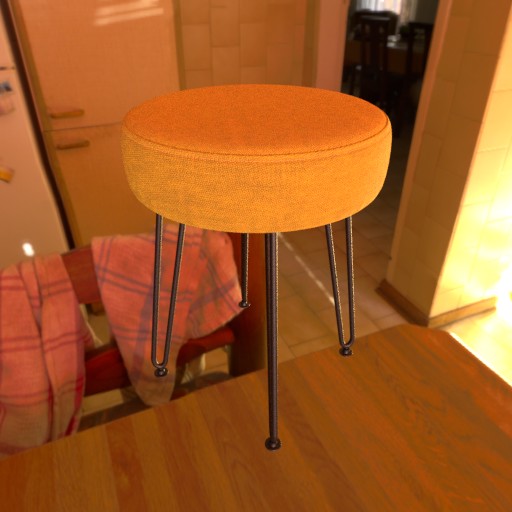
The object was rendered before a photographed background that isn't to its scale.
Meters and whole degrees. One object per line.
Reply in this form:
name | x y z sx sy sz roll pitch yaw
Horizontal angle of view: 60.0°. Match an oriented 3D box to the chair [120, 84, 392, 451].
chair | 0.000 0.000 0.683 0.345 0.455 0.345 21 38 30
